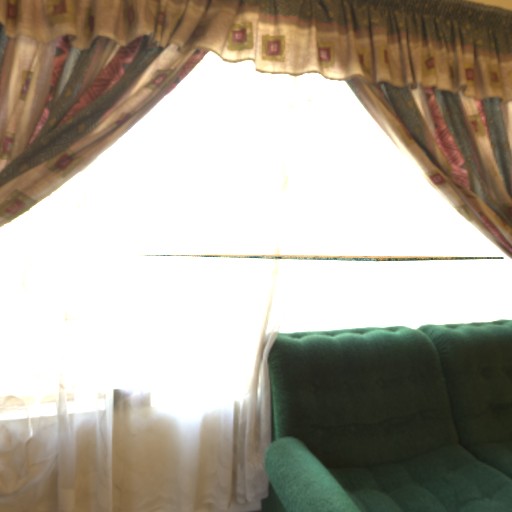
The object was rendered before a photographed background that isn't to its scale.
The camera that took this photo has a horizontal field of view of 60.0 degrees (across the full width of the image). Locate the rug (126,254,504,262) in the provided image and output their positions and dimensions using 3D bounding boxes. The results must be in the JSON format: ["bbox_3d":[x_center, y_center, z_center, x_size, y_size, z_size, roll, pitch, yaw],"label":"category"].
[{"bbox_3d":[0.000,0.000,2.563,0.750,0.011,2.435,0,1,-34],"label":"rug"}]
